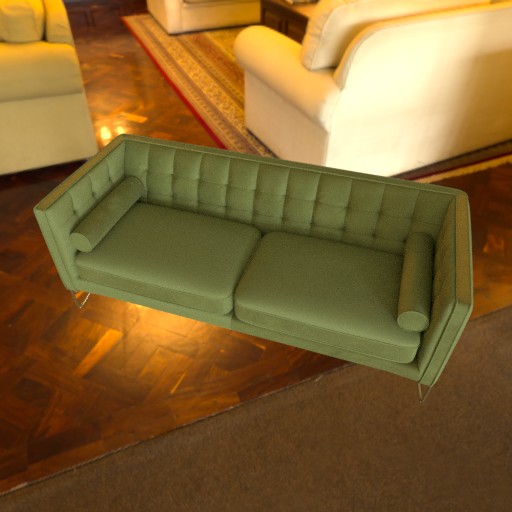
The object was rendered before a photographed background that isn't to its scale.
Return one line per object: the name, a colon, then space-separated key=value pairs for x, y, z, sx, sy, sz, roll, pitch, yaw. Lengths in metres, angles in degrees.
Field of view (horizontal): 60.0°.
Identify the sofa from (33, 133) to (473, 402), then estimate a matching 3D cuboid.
sofa: x=0.000 y=0.000 z=2.499 sx=2.087 sy=0.789 sz=0.867 roll=13 pitch=44 yaw=13
